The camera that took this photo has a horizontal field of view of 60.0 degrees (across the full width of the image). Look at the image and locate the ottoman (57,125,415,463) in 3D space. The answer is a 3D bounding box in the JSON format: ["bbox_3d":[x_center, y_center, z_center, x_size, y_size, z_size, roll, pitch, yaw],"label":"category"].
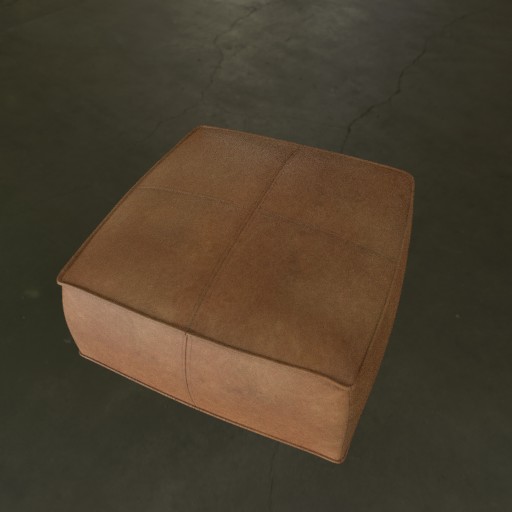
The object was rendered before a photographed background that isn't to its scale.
[{"bbox_3d":[0.000,0.000,1.394,0.901,0.395,0.902,17,50,15],"label":"ottoman"}]
